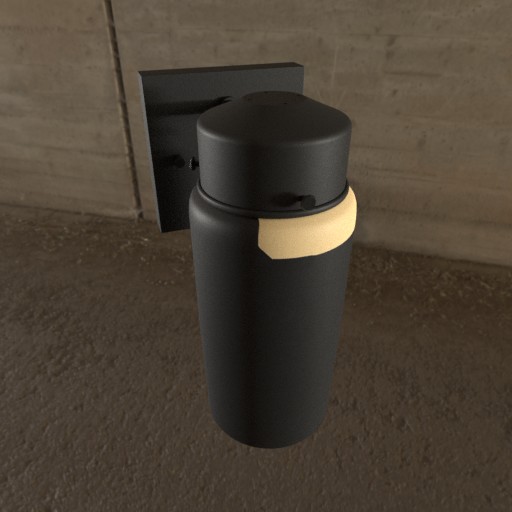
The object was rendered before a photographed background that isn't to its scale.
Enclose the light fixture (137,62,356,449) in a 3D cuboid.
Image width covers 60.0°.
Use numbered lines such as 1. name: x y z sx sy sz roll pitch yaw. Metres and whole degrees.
1. light fixture: 0.000 0.000 0.353 0.130 0.257 0.176 -11 34 -16
